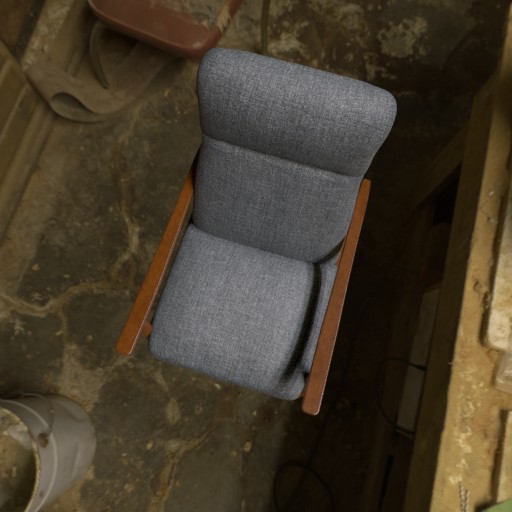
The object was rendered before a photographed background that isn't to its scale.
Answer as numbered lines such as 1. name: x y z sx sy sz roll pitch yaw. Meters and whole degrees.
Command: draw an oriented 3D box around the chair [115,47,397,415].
1. chair: 0.000 0.000 1.783 0.762 1.082 1.030 16 75 4
